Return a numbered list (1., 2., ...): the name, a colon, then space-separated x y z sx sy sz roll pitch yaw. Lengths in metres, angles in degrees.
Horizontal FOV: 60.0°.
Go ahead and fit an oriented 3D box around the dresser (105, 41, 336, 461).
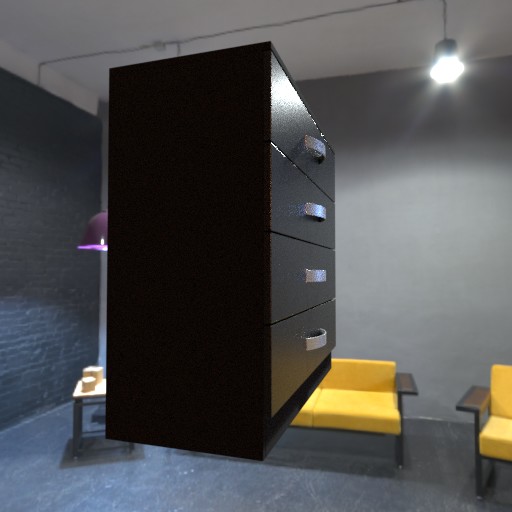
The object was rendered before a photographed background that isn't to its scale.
1. dresser: 0.000 0.000 1.159 0.360 0.720 0.750 -1 -2 18
